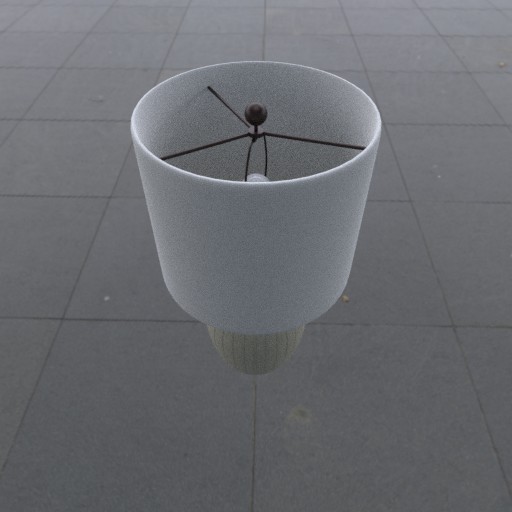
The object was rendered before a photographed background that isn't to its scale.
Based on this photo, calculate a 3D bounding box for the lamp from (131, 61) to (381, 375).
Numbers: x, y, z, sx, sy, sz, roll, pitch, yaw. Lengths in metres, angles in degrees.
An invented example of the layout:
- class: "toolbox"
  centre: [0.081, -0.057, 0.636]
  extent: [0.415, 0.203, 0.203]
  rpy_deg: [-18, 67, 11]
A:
- class: "lamp"
  centre: [0.000, 0.000, 0.782]
  extent: [0.329, 0.570, 0.329]
  rpy_deg: [12, 47, 11]
